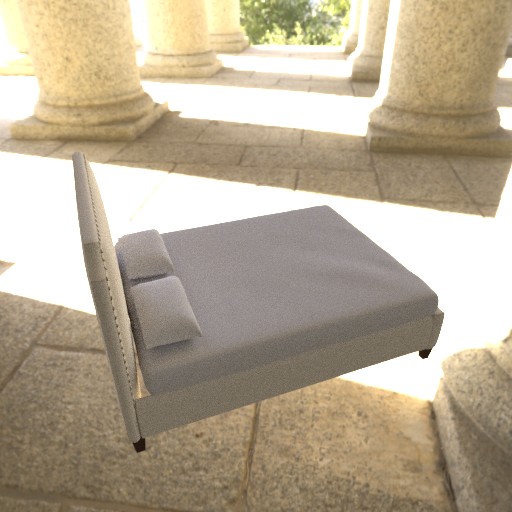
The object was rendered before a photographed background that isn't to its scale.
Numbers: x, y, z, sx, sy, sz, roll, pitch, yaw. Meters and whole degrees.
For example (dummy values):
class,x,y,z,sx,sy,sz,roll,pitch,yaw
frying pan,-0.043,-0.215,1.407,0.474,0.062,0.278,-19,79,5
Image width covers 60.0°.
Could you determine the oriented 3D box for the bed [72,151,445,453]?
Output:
class,x,y,z,sx,sy,sz,roll,pitch,yaw
bed,0.000,0.000,3.413,2.372,1.497,1.712,-12,34,-18
